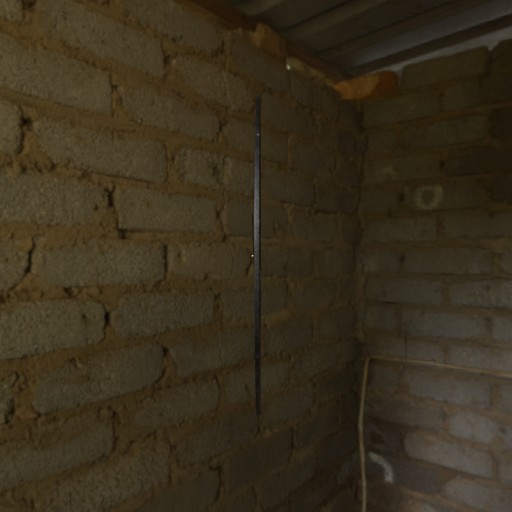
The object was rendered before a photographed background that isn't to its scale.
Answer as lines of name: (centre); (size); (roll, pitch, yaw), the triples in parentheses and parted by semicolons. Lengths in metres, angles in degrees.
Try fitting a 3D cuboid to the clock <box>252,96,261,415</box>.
clock: (0.000, 0.000, 1.244); (0.025, 0.843, 0.843); (0, -1, 1)
